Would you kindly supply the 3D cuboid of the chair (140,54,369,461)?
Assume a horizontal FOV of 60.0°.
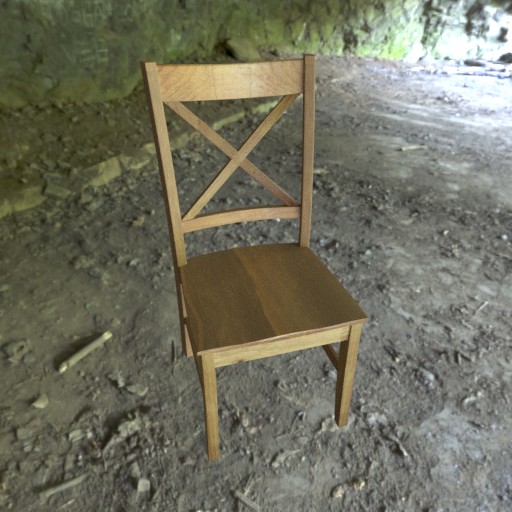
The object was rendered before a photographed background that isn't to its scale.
[{"bbox_3d":[0.000,0.000,1.263,0.485,0.983,0.542,-9,32,-14],"label":"chair"}]
